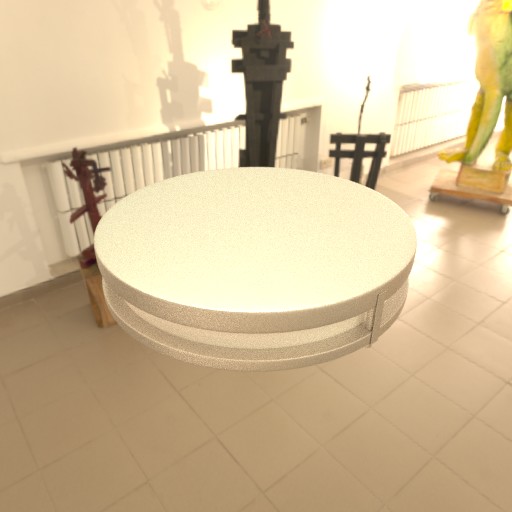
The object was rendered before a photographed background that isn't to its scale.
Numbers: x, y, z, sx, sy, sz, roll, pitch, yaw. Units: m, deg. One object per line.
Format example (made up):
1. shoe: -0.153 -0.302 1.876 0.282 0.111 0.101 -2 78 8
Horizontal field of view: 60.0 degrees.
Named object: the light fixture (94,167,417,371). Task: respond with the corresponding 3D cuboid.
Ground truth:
1. light fixture: 0.000 0.000 0.532 0.356 0.102 0.356 0 30 0
